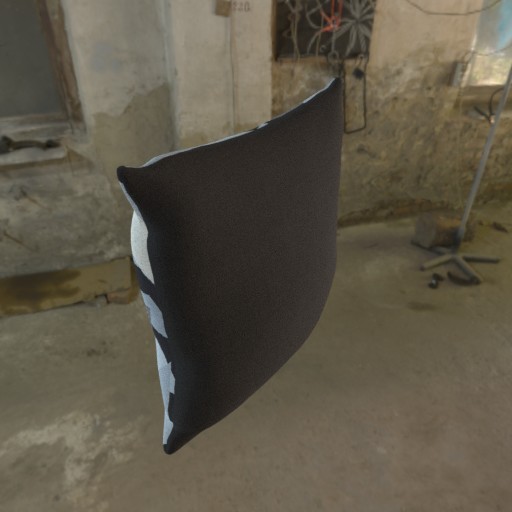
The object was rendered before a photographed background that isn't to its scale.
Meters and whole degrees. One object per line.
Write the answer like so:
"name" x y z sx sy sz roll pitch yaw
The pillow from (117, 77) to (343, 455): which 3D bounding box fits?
"pillow" 0.000 0.000 0.745 0.208 0.496 0.503 21 39 29
